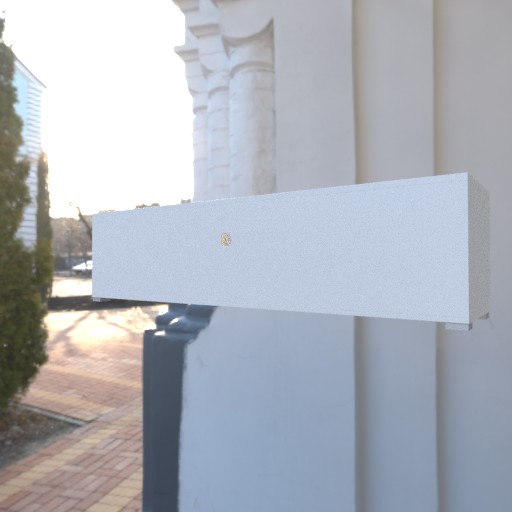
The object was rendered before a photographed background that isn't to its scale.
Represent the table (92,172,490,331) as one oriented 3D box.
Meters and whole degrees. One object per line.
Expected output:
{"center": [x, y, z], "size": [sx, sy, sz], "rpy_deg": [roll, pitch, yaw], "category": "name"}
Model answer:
{"center": [0.000, 0.000, 1.805], "size": [1.650, 0.420, 0.390], "rpy_deg": [-1, -1, 35], "category": "table"}
